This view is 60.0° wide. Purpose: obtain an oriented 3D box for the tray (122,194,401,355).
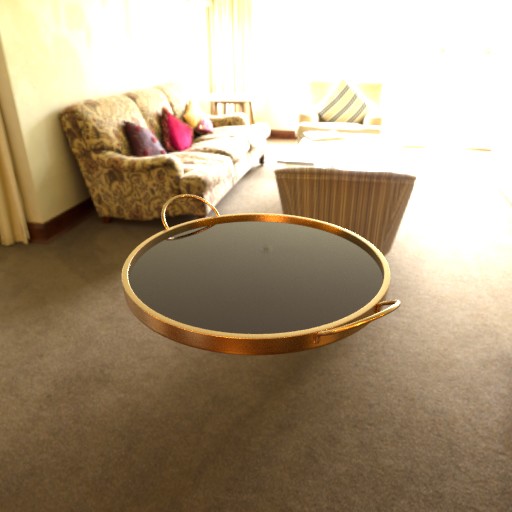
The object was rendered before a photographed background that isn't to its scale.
[{"bbox_3d":[0.000,0.000,0.746,0.438,0.069,0.543,-18,32,-32],"label":"tray"}]
